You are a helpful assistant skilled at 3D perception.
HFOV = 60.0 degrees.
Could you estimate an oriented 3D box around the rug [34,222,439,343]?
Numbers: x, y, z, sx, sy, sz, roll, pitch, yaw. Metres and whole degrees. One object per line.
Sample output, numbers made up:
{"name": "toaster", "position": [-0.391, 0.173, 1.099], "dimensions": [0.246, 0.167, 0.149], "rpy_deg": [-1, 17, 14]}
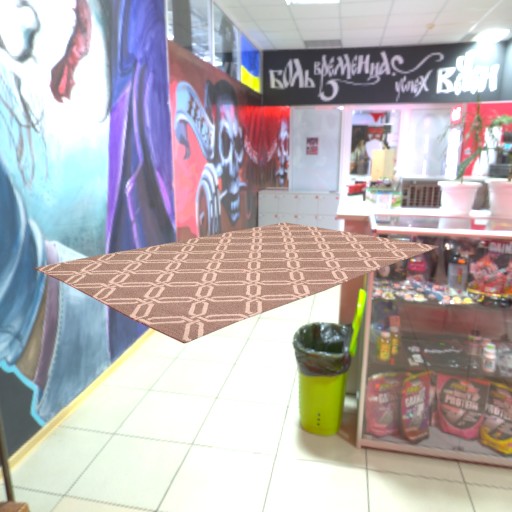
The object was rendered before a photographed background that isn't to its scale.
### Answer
{"name": "rug", "position": [0.000, 0.000, 2.234], "dimensions": [1.142, 0.010, 1.748], "rpy_deg": [13, 19, 43]}
